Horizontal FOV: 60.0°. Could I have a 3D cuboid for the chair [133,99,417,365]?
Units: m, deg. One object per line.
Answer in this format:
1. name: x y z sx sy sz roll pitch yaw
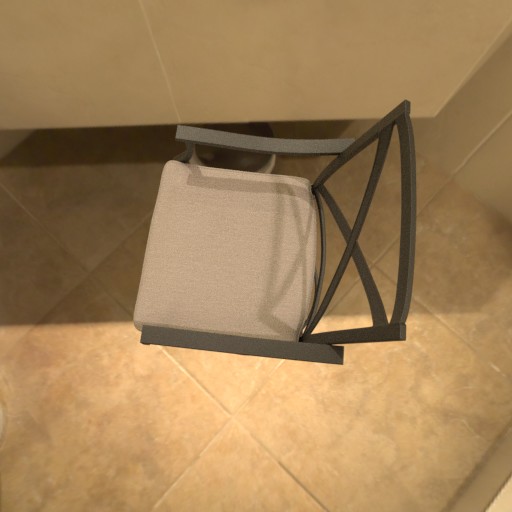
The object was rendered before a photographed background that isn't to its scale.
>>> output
1. chair: 0.000 0.000 1.280 0.620 0.889 0.575 6 75 2
